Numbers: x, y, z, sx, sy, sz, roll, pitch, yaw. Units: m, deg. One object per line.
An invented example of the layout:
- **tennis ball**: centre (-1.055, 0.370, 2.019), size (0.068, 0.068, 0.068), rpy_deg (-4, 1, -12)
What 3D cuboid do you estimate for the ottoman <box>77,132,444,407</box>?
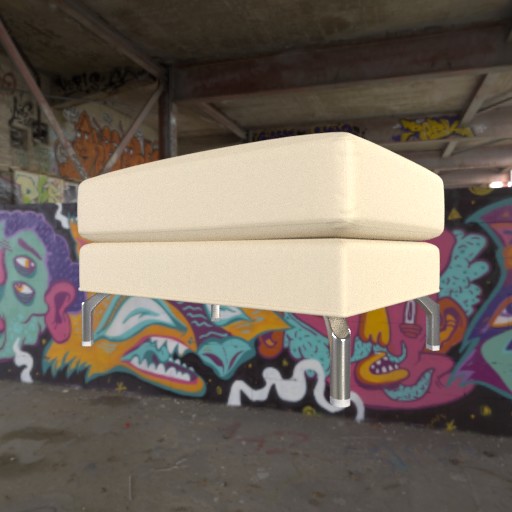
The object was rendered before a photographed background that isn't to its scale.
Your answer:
- **ottoman**: centre (0.000, 0.000, 1.201), size (0.835, 0.497, 0.581), rpy_deg (1, 1, 37)
